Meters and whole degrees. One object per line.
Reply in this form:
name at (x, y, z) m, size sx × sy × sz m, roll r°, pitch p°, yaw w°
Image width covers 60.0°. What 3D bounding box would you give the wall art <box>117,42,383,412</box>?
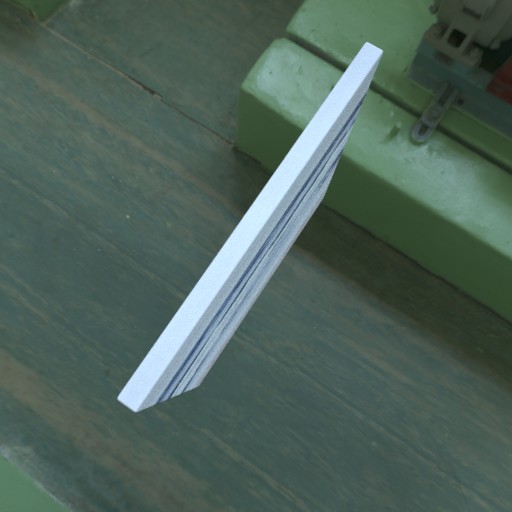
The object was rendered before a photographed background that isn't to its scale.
wall art at (0.000, 0.000, 1.105) m, size 0.065 × 0.747 × 0.755 m, roll 33°, pitch 79°, yaw 7°
